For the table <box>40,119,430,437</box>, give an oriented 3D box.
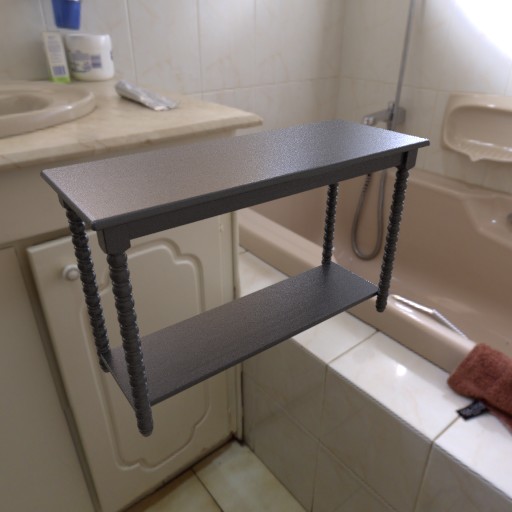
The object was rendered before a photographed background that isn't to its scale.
[{"bbox_3d":[0.000,0.000,1.568,1.184,0.735,0.459,-19,34,-31],"label":"table"}]
